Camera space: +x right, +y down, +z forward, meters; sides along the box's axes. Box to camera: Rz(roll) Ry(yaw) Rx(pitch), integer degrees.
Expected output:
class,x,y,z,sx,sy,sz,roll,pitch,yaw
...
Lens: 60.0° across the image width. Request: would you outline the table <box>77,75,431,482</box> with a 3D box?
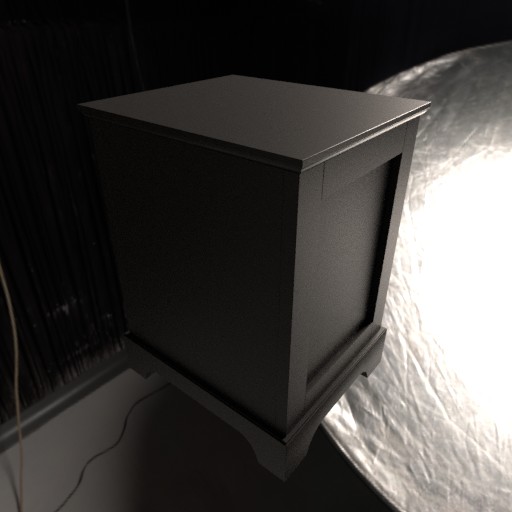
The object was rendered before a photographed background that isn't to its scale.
class,x,y,z,sx,sy,sz,roll,pitch,yaw
table,0.000,0.000,0.914,0.460,0.610,0.399,23,38,33
